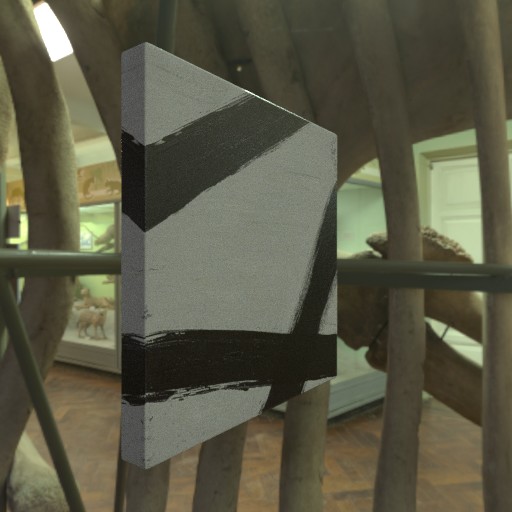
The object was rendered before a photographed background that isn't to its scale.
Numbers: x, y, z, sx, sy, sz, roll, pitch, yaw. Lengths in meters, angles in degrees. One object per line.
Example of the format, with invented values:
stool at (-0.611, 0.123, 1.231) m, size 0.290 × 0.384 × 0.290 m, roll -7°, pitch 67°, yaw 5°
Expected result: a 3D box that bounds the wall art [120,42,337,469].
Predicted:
wall art at (0.000, 0.000, 0.740) m, size 0.050 × 0.508 × 0.507 m, roll 0°, pitch 0°, yaw 37°
